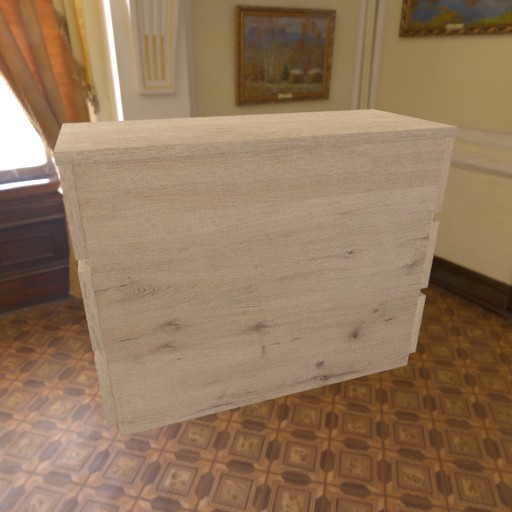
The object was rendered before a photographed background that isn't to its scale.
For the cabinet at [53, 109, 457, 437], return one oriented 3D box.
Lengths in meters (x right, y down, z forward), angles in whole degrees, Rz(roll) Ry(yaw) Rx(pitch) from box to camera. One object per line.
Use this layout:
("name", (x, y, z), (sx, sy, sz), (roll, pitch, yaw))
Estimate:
("cabinet", (0.000, 0.000, 1.431), (1.040, 0.820, 0.420), (-8, 26, -17))
